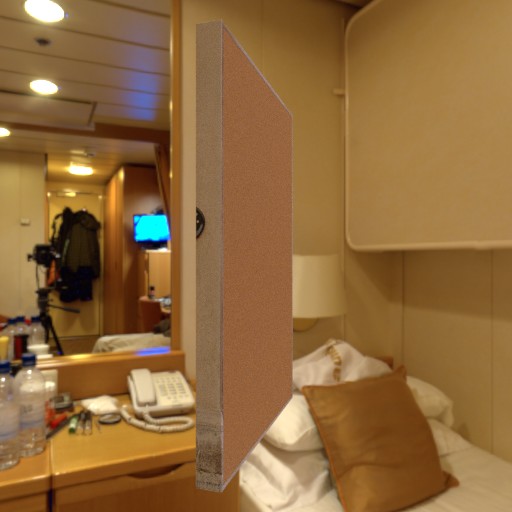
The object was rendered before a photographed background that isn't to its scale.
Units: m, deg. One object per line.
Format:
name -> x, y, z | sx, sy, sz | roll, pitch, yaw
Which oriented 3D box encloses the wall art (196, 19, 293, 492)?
wall art -> 0.000, 0.000, 0.765 | 0.036, 0.607, 0.403 | 0, 0, 18
